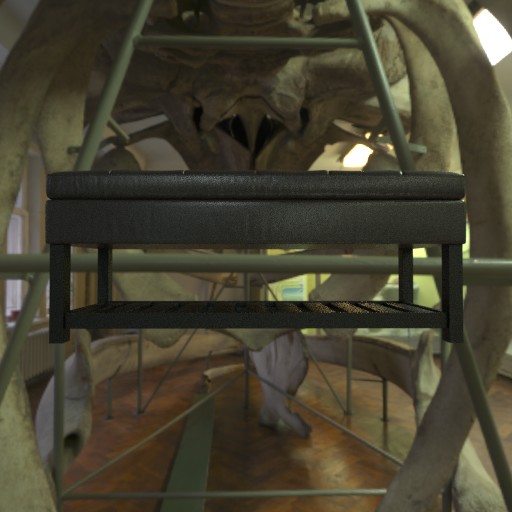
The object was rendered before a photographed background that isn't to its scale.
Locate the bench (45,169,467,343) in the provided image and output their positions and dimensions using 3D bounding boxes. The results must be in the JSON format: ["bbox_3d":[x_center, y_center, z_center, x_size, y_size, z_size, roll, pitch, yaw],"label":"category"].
[{"bbox_3d":[0.000,0.000,1.355,1.105,0.460,0.432,0,-1,0],"label":"bench"}]
